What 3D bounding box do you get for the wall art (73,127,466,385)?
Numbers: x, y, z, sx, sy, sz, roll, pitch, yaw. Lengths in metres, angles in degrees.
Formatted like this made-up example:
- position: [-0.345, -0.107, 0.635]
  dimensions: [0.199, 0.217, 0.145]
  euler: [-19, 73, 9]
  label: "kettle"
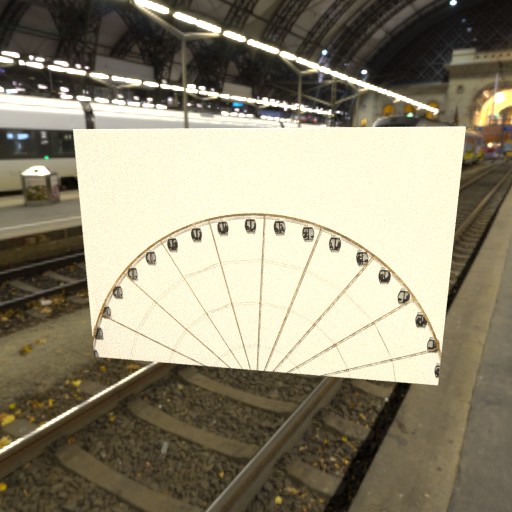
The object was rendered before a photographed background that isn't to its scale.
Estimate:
- position: [0.000, 0.000, 1.386]
  dimensions: [1.144, 0.767, 0.038]
  euler: [2, 14, 10]
  label: "wall art"
